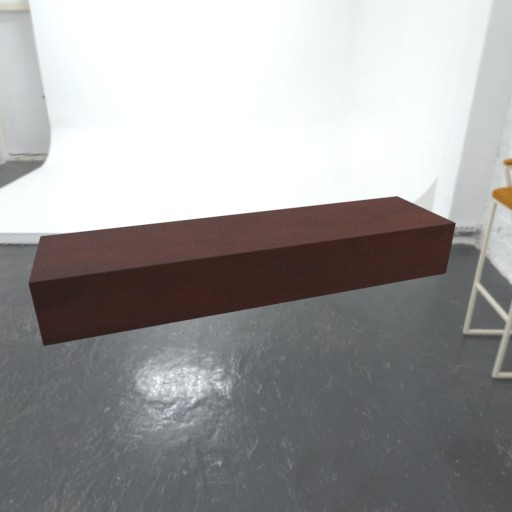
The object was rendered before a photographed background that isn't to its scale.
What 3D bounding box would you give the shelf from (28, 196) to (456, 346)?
[{"bbox_3d":[0.000,0.000,0.683,0.607,0.088,0.152,-8,26,-17],"label":"shelf"}]
